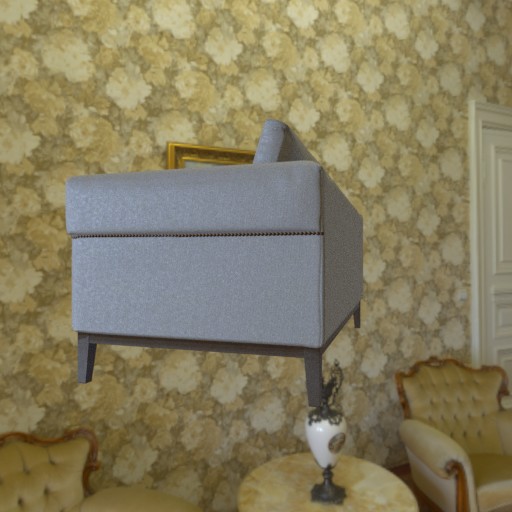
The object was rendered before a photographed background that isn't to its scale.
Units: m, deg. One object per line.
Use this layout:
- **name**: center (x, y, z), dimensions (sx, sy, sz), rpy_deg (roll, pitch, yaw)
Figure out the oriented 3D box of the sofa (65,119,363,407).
- **sofa**: center (0.000, 0.000, 2.124), dimensions (0.899, 0.873, 1.598), rpy_deg (0, 0, 18)
